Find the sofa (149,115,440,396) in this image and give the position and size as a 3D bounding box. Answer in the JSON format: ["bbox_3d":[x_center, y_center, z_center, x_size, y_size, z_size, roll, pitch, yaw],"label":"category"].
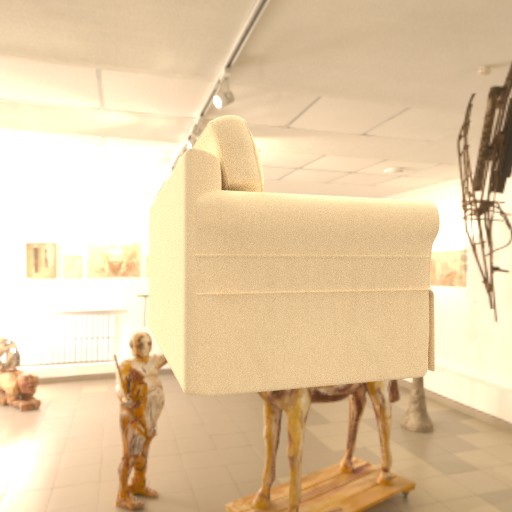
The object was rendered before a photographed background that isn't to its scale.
[{"bbox_3d":[0.000,0.000,2.338,0.991,0.940,1.727,0,-1,-18],"label":"sofa"}]
